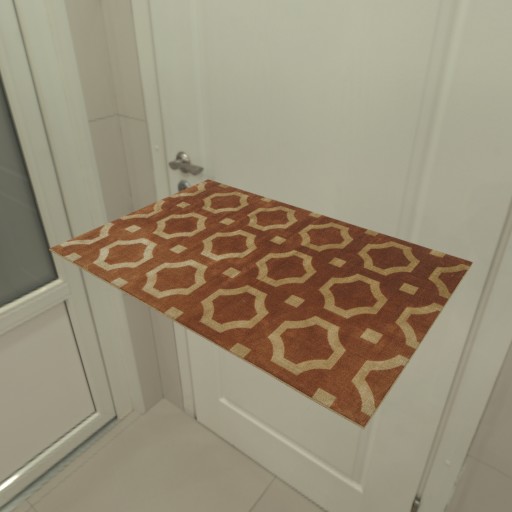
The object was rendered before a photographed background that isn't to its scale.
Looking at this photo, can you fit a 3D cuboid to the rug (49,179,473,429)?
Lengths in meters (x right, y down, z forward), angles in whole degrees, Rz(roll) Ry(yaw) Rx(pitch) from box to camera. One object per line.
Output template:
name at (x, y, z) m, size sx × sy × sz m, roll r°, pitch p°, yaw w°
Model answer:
rug at (0.000, 0.000, 2.877) m, size 2.286 × 0.016 × 1.555 m, roll 22°, pitch 38°, yaw 31°
